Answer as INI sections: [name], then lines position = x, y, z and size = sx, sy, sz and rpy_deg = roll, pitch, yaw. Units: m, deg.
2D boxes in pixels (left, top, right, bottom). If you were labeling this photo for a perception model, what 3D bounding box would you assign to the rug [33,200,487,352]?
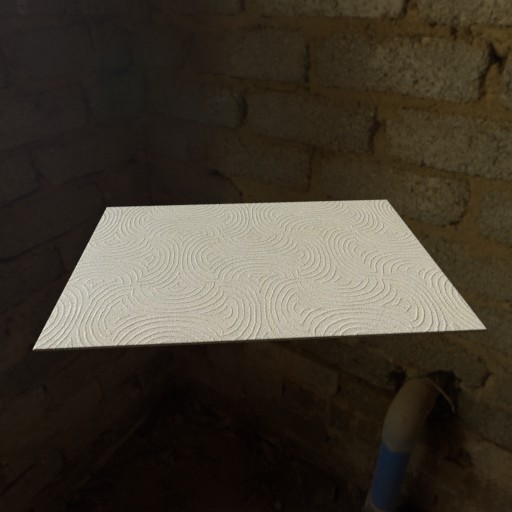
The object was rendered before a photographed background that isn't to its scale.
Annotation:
[rug]
position = 0.000, 0.000, 2.721
size = 2.132, 0.015, 1.526
rpy_deg = -2, 31, -3
